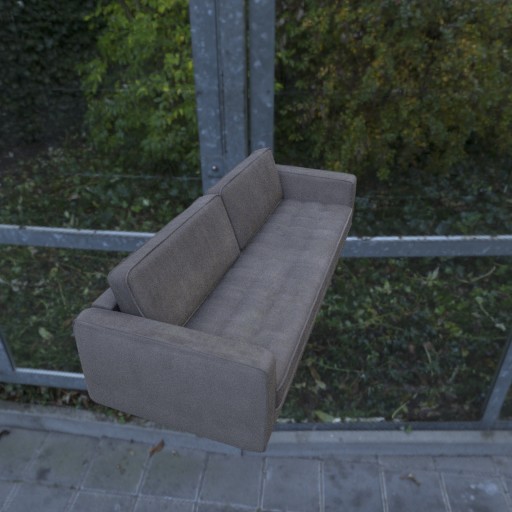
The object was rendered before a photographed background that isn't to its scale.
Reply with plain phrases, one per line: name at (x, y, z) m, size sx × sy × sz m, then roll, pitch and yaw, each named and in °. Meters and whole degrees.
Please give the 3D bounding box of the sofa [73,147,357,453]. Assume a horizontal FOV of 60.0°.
sofa at (0.000, 0.000, 2.781) m, size 0.923 × 0.813 × 2.295 m, roll 10°, pitch 32°, yaw 17°
